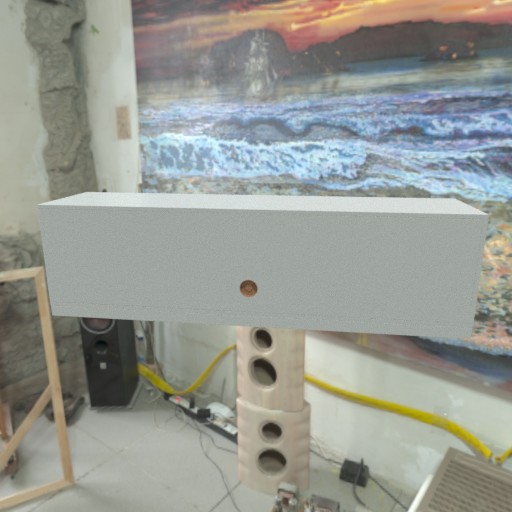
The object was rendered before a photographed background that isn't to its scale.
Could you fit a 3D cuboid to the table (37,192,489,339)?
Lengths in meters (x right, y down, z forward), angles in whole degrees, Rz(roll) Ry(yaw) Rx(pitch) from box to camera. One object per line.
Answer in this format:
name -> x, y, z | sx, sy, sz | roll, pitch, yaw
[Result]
table -> 0.000, 0.000, 1.760 | 1.550, 0.440, 0.400 | 2, 16, 7
